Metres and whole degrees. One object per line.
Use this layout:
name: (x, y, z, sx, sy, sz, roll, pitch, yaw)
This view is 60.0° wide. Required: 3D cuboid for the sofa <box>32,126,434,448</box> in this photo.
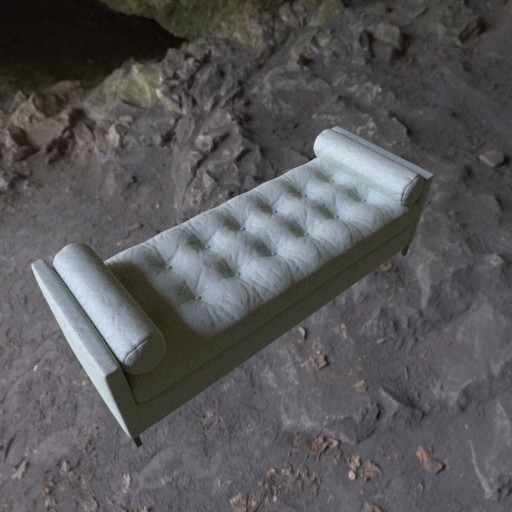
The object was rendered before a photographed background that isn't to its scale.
sofa: (0.000, 0.000, 2.512, 2.102, 0.705, 0.796, -30, 51, -27)
